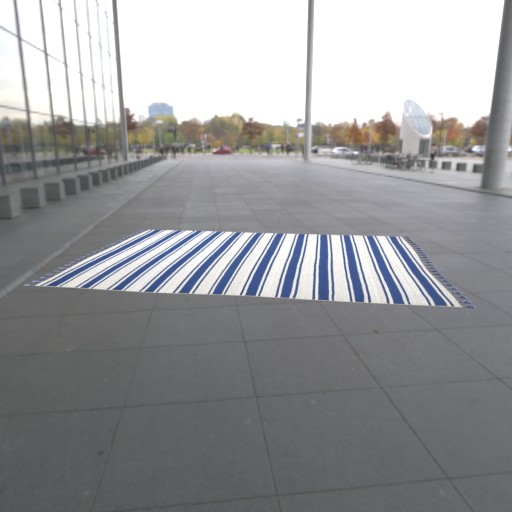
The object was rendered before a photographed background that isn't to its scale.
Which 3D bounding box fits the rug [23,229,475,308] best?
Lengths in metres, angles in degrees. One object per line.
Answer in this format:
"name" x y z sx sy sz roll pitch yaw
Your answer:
"rug" 0.000 0.000 4.433 3.416 0.016 2.471 2 14 8
